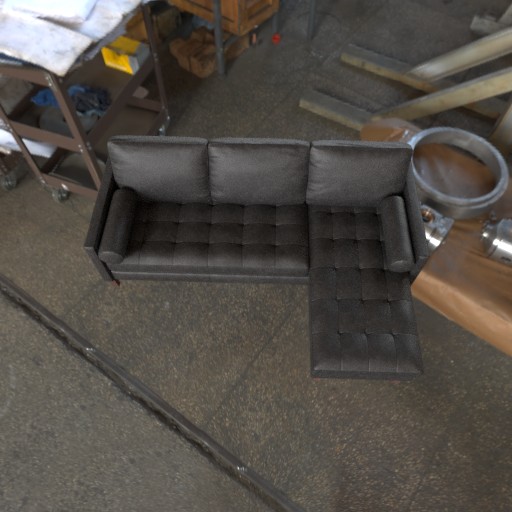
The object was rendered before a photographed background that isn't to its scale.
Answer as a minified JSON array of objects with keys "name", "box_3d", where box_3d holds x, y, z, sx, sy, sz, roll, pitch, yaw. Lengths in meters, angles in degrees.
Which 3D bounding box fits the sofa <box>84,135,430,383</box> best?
[{"name":"sofa","box_3d":[0.000,0.000,2.935,2.178,0.876,1.497,2,59,1]}]
